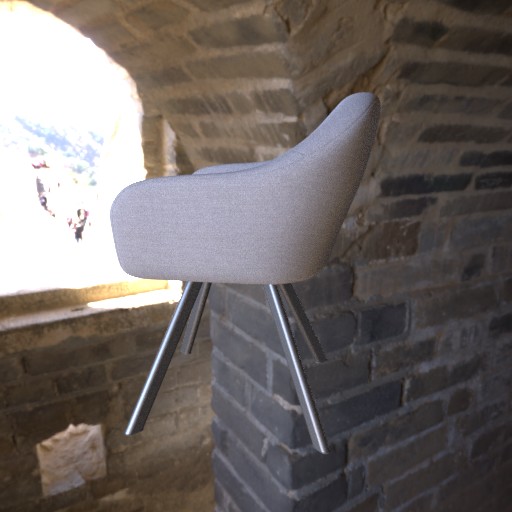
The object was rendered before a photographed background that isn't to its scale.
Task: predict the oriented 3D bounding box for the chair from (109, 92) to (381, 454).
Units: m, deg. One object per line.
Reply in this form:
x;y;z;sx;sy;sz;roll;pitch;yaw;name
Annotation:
0.000;0.000;1.138;0.570;0.780;0.540;2;14;8;chair
